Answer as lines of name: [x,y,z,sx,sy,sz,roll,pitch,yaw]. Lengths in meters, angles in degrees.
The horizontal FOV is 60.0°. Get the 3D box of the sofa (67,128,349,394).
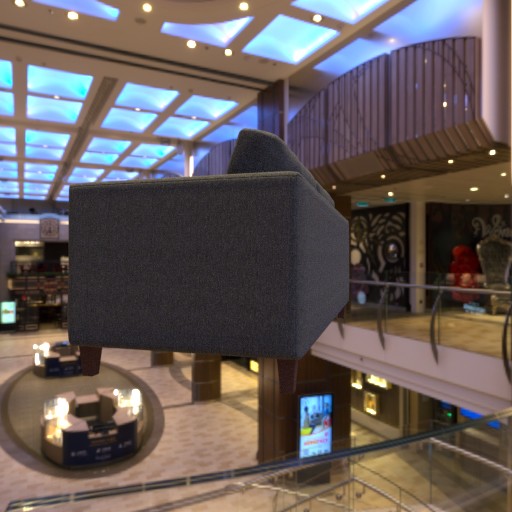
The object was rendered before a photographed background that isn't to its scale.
sofa: [0.000,0.000,2.646,0.948,0.965,2.208,0,0,16]
